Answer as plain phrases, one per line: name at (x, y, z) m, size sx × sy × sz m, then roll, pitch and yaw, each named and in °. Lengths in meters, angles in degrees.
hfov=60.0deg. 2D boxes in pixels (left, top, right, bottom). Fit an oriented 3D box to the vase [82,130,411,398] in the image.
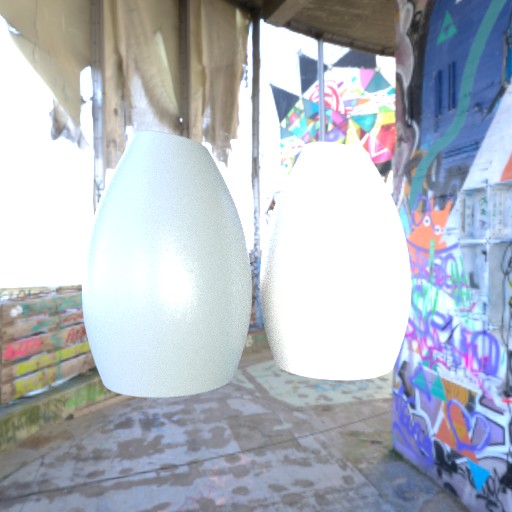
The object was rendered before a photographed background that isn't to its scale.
vase at (0.000, 0.000, 0.255) m, size 0.187 × 0.131 × 0.089 m, roll 0°, pitch 2°, yaw -16°
